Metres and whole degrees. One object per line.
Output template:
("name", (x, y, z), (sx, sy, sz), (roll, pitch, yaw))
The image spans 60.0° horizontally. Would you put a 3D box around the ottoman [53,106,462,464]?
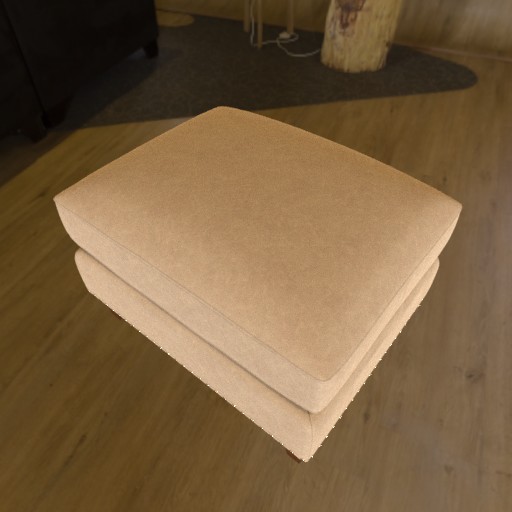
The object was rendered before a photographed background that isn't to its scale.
("ottoman", (0.000, 0.000, 1.111), (0.741, 0.513, 0.584), (30, 53, 26))
